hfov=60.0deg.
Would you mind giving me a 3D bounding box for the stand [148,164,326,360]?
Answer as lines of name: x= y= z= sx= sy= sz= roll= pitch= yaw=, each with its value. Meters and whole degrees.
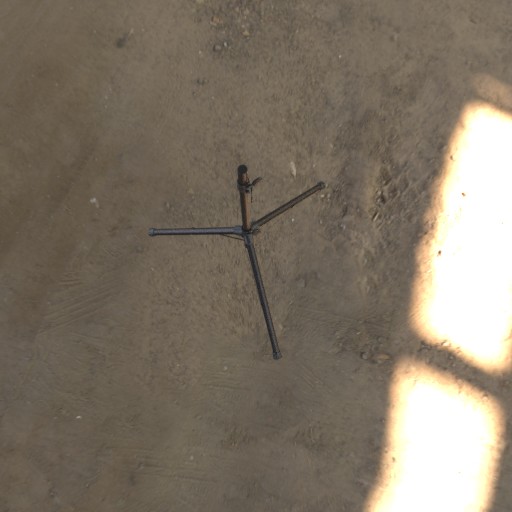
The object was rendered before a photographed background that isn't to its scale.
stand: x=0.000 y=0.000 z=1.909 sx=1.045 sy=1.136 sz=0.907 roll=-14 pitch=77 yaw=-3
